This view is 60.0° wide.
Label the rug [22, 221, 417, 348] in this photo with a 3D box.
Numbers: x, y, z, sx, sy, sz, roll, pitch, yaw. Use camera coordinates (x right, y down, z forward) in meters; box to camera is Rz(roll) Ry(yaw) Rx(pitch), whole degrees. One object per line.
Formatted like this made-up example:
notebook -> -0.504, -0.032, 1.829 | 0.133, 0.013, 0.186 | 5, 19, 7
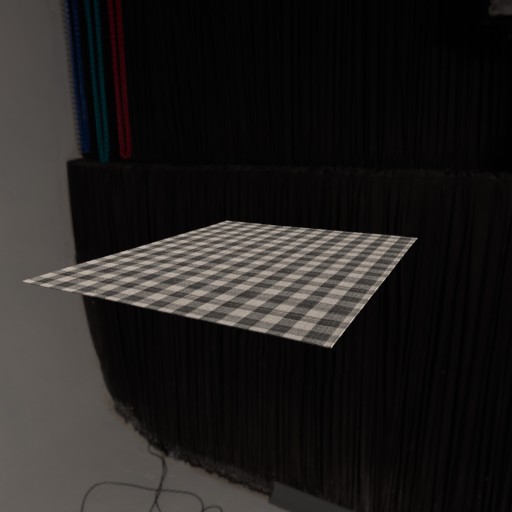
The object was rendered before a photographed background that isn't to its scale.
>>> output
rug -> 0.000, 0.000, 4.117 | 2.432, 0.013, 3.021 | 7, 16, 26
